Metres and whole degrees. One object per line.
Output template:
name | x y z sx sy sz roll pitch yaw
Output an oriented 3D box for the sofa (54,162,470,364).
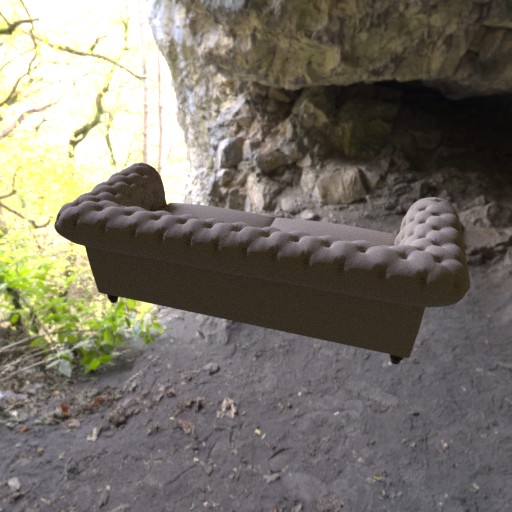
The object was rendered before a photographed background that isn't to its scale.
sofa | 0.000 0.000 3.200 2.694 0.847 1.076 10 33 15
